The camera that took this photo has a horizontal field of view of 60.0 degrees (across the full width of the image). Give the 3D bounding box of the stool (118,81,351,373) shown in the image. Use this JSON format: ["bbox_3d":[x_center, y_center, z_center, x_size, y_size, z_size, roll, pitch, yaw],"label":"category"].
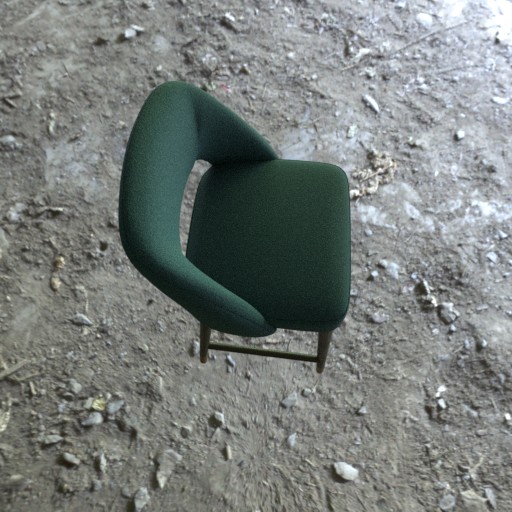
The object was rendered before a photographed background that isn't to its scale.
[{"bbox_3d":[0.000,0.000,1.275,0.522,0.939,0.536,4,65,2],"label":"stool"}]
